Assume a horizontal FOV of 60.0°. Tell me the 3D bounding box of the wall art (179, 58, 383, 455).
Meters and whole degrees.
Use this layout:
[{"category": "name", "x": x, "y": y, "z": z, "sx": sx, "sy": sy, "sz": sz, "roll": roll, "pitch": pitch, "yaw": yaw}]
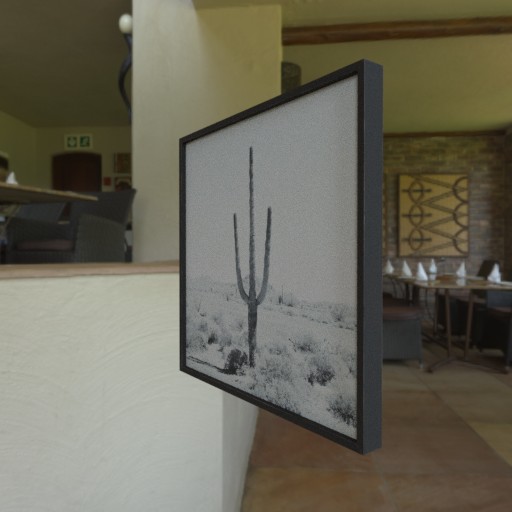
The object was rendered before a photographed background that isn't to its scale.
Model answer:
[{"category": "wall art", "x": 0.000, "y": 0.000, "z": 0.780, "sx": 0.038, "sy": 0.508, "sz": 0.508, "roll": -1, "pitch": 1, "yaw": -37}]
